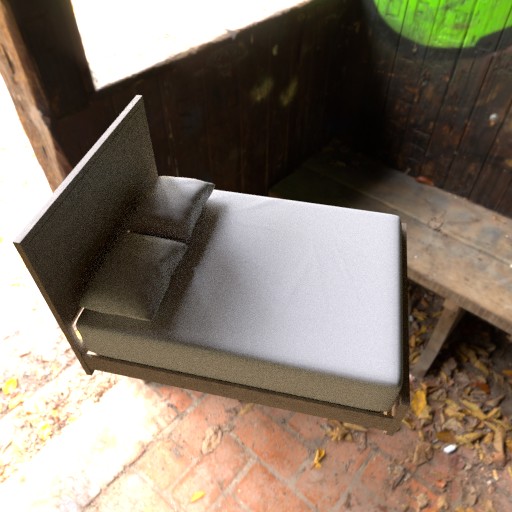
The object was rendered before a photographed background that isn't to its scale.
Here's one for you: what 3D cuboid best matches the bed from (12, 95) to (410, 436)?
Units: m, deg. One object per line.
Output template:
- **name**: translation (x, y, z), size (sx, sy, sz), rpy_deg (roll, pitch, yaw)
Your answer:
- **bed**: translation (0.000, 0.000, 3.129), size (2.189, 1.369, 1.606), rpy_deg (9, 47, 8)
